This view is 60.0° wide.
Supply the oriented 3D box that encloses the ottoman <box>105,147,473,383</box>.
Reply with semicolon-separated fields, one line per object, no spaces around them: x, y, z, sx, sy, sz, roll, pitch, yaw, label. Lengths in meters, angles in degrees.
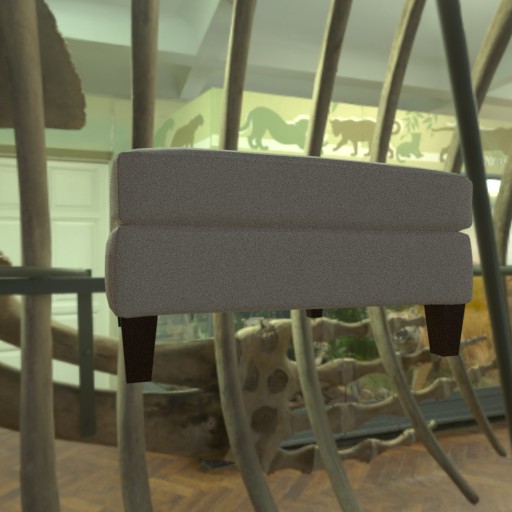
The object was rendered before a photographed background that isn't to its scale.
0.000;0.000;1.305;0.838;0.479;0.838;0;0;-18;ottoman
